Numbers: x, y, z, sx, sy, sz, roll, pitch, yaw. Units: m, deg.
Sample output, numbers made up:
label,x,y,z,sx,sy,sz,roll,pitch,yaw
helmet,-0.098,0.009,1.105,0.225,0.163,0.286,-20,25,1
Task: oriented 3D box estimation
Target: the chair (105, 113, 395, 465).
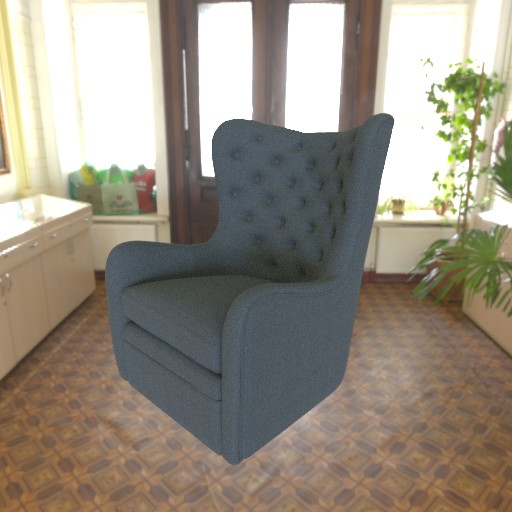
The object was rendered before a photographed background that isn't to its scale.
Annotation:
label,x,y,z,sx,sy,sz,roll,pitch,yaw
chair,0.000,0.000,1.769,0.930,1.079,0.831,-15,21,-42
